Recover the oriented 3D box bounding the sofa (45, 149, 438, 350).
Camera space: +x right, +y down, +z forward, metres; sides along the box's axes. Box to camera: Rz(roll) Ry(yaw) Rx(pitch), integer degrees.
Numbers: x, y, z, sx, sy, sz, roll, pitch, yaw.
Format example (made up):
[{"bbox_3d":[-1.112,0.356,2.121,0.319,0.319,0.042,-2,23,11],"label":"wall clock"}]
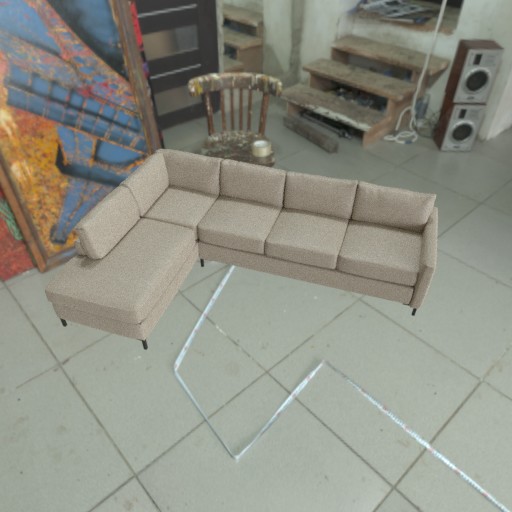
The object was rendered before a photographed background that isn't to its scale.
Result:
[{"bbox_3d":[0.000,0.000,3.192,2.423,0.703,1.617,12,42,14],"label":"sofa"}]
